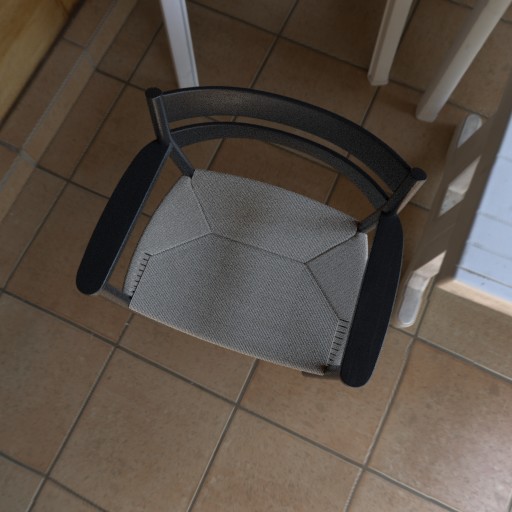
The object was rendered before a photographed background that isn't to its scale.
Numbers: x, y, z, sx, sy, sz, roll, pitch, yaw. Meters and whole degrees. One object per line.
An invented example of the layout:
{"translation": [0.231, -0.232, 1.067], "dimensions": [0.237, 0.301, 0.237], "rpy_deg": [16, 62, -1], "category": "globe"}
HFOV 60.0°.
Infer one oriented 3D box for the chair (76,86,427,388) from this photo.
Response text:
{"translation": [0.000, 0.000, 1.187], "dimensions": [0.630, 0.775, 0.508], "rpy_deg": [18, 77, 4], "category": "chair"}
